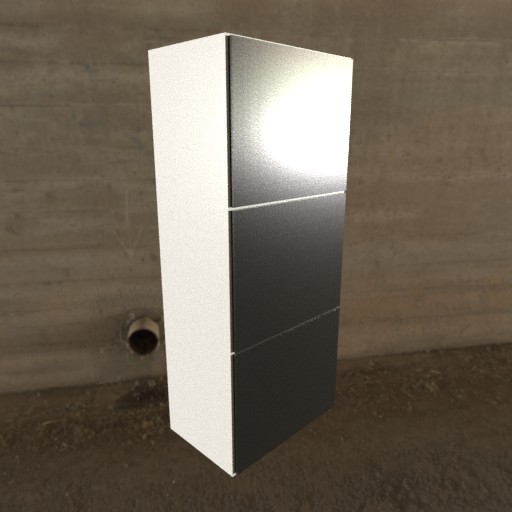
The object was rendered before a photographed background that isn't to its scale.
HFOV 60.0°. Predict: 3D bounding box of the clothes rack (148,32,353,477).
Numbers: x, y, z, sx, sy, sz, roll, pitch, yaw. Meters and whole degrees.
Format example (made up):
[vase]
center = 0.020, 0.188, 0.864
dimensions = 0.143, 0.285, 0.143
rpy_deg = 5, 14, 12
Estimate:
[clothes rack]
center = 0.000, 0.000, 1.416
dimensions = 0.330, 1.187, 0.500
rpy_deg = 15, 21, 43
